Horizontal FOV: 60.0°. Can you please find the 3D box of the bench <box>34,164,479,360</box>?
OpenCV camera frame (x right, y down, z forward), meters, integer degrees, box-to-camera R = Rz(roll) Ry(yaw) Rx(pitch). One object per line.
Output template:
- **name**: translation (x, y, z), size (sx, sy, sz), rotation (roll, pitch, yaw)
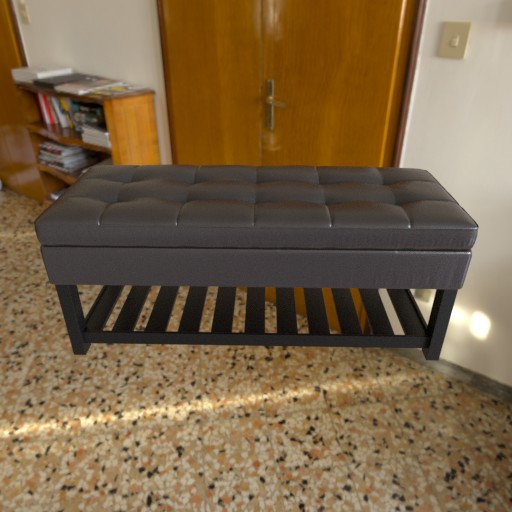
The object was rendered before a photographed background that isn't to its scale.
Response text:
- **bench**: translation (0.000, 0.000, 1.365), size (1.105, 0.460, 0.432), rotation (1, 30, 1)
